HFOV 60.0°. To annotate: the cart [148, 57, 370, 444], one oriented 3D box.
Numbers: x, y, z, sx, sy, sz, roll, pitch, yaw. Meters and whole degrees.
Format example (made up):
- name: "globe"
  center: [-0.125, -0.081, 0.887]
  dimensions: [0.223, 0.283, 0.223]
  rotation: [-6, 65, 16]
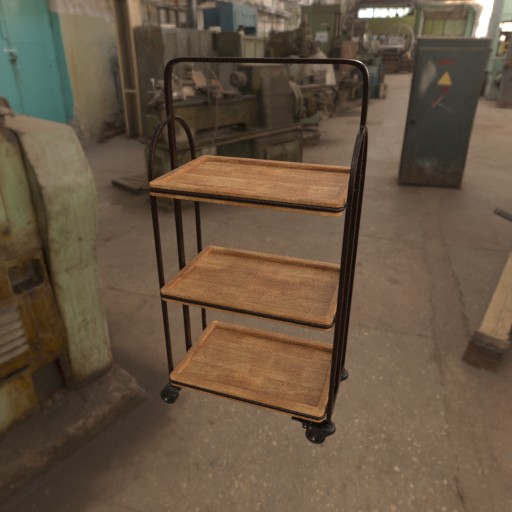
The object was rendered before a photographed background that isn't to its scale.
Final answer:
- name: "cart"
  center: [0.000, 0.000, 1.225]
  dimensions: [0.553, 1.001, 0.327]
  rotation: [9, 27, 17]
